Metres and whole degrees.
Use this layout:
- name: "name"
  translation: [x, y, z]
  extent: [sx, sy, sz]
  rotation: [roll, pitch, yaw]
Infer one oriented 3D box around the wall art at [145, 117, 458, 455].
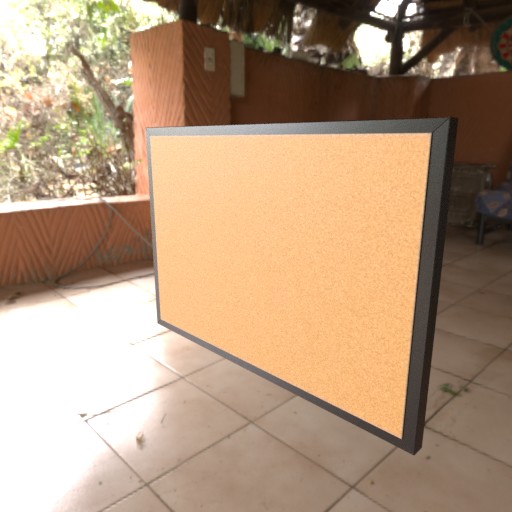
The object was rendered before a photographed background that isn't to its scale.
- name: "wall art"
  translation: [0.000, 0.000, 0.802]
  extent: [0.027, 0.458, 0.657]
  rotation: [-14, 20, -43]
